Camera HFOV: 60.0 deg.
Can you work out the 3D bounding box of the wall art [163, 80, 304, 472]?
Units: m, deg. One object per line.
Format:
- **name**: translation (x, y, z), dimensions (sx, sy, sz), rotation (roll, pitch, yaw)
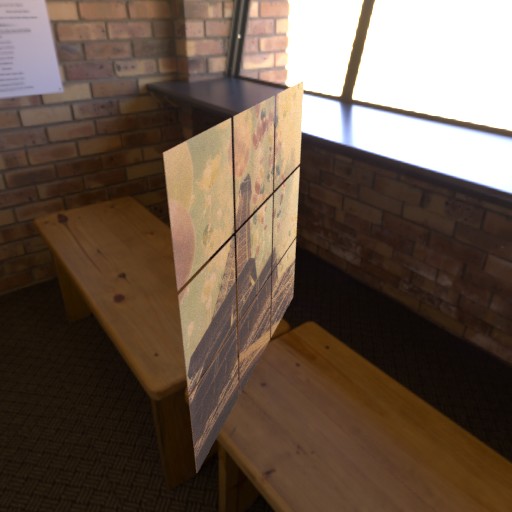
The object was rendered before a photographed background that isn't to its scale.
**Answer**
- **wall art**: translation (0.000, 0.000, 2.290), dimensions (0.002, 1.505, 1.517), rotation (11, 31, 18)
